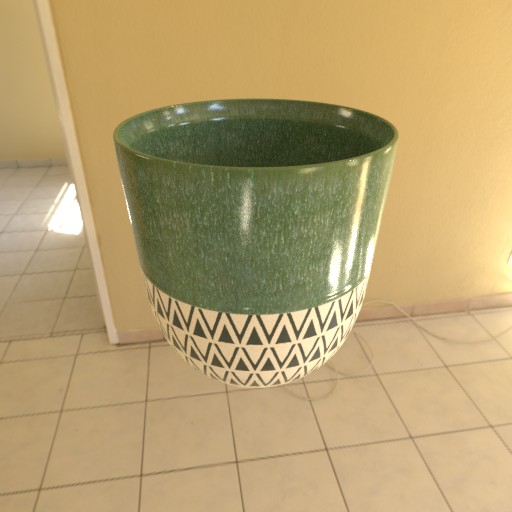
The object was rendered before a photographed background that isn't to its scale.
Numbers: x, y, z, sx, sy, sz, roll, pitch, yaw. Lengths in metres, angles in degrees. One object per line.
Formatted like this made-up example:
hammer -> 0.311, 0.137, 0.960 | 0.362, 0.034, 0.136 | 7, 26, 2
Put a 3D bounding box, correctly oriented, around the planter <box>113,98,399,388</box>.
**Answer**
planter -> 0.000, 0.000, 0.365 | 0.195, 0.214, 0.195 | 0, 30, 0
